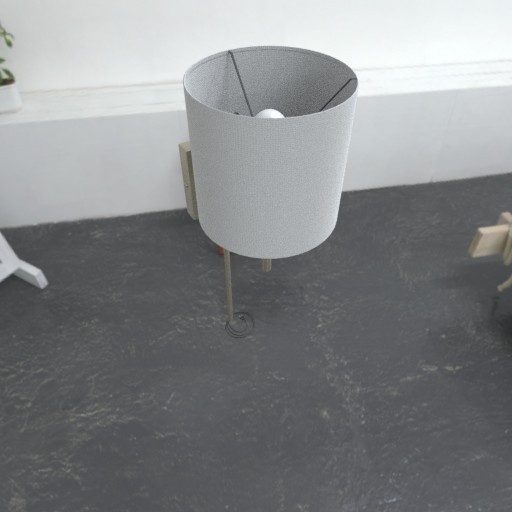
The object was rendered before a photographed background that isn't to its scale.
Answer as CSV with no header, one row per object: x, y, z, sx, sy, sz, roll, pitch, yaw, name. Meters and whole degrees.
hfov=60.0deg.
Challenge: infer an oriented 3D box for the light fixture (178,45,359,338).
0.000,0.000,0.701,0.188,0.589,0.248,-23,49,-22,light fixture
